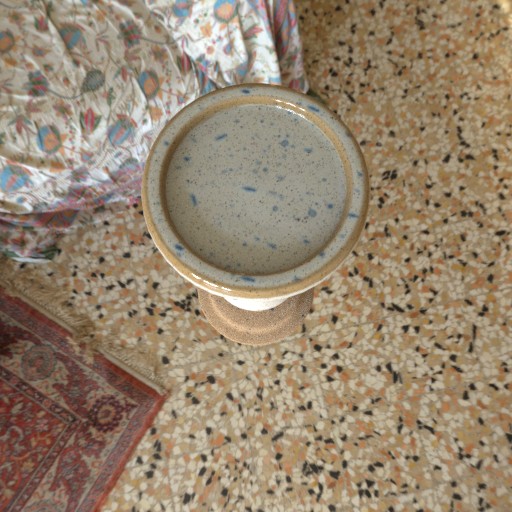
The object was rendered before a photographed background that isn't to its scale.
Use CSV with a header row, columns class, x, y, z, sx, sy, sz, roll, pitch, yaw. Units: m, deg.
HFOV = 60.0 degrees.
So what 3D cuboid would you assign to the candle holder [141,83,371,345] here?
class,x,y,z,sx,sy,sz,roll,pitch,yaw
candle holder,0.000,0.000,0.241,0.088,0.203,0.088,0,76,0
